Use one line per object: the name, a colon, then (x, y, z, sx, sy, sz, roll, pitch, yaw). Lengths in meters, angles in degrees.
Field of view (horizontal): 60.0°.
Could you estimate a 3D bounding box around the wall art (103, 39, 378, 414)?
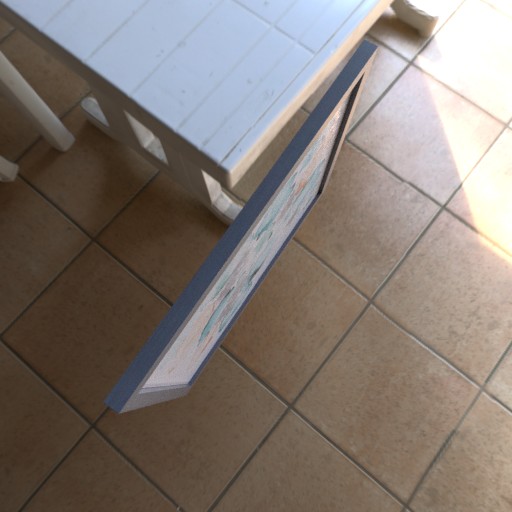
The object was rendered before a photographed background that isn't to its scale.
wall art: (0.000, 0.000, 0.899, 0.026, 0.558, 0.660, 33, 77, 8)
